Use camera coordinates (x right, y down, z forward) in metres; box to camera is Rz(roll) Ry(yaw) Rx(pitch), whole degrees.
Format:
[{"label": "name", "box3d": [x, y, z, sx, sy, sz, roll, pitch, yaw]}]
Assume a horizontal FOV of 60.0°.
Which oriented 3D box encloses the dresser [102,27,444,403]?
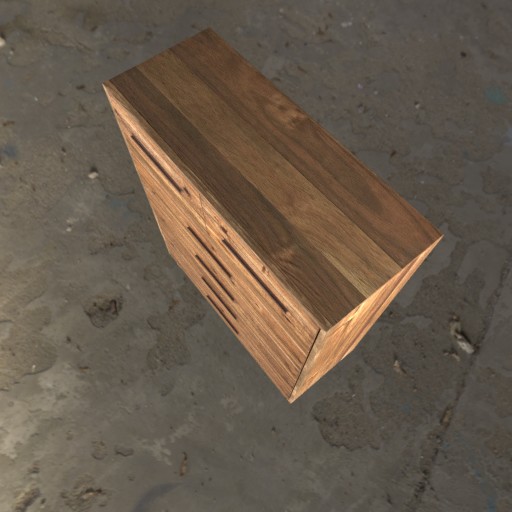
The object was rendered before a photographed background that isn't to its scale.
[{"label": "dresser", "box3d": [0.000, 0.000, 1.933, 0.442, 1.393, 1.062, -36, 69, -16]}]
